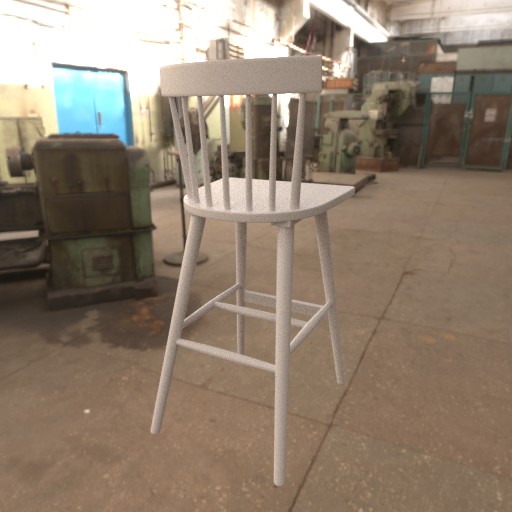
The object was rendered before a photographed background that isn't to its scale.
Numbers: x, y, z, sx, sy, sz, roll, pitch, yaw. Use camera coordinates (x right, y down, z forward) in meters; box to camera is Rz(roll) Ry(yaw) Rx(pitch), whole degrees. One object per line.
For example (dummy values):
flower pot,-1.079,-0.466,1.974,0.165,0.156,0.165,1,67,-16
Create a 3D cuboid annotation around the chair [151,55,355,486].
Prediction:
chair,0.000,0.000,1.378,0.483,1.092,0.572,9,20,27
